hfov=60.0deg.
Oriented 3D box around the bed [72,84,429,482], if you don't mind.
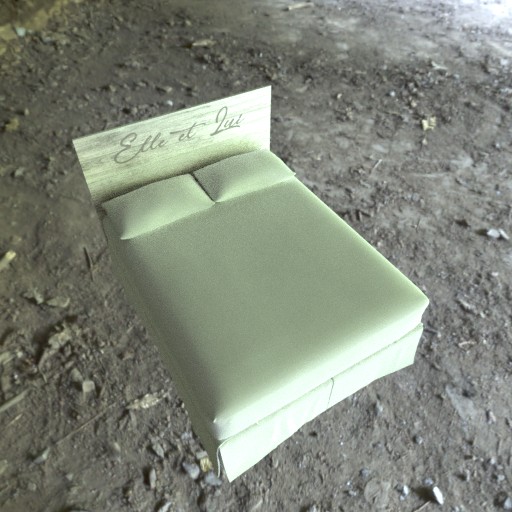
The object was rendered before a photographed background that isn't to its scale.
[{"bbox_3d":[0.000,0.000,3.189,1.745,1.335,2.094,-23,51,-21],"label":"bed"}]
